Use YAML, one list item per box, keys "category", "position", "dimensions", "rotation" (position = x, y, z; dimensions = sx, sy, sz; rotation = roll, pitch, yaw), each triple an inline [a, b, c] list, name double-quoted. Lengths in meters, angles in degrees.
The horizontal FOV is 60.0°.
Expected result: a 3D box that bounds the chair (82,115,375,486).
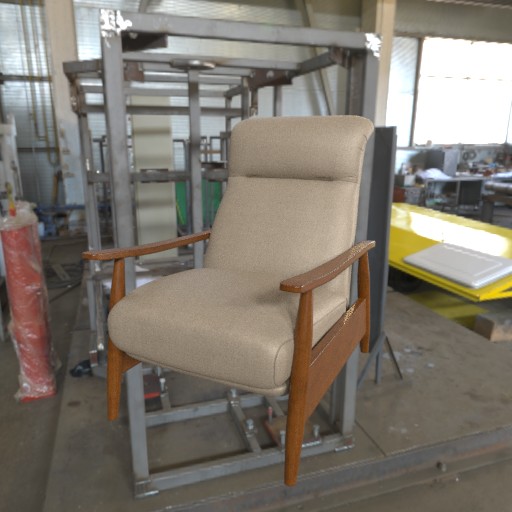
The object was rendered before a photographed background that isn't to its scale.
- category: "chair"
  position: [0.000, 0.000, 1.738]
  dimensions: [0.762, 1.082, 1.032]
  rotation: [7, 17, 26]
